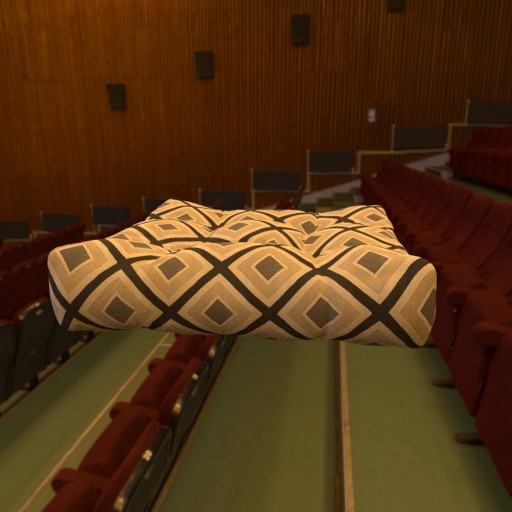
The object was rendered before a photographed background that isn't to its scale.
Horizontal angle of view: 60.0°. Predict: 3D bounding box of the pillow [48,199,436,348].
[{"bbox_3d":[0.000,0.000,0.752,0.490,0.128,0.468,2,16,8],"label":"pillow"}]
